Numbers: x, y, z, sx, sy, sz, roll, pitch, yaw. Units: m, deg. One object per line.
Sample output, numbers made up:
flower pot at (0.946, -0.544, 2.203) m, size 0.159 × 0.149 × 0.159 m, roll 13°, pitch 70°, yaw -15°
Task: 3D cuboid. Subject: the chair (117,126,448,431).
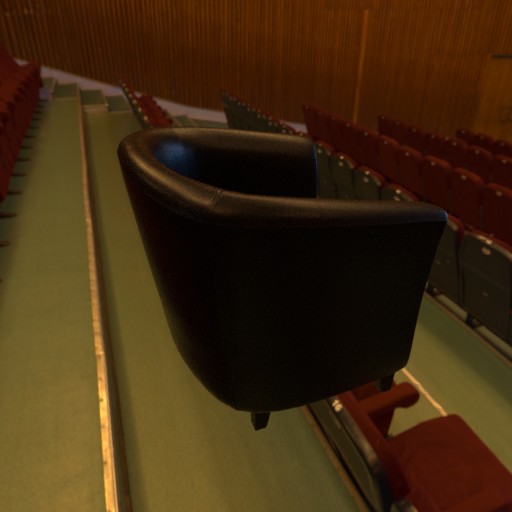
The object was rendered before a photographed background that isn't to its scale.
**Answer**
chair at (0.000, 0.000, 1.382) m, size 0.727 × 0.756 × 0.793 m, roll -10°, pitch 31°, yaw -18°
